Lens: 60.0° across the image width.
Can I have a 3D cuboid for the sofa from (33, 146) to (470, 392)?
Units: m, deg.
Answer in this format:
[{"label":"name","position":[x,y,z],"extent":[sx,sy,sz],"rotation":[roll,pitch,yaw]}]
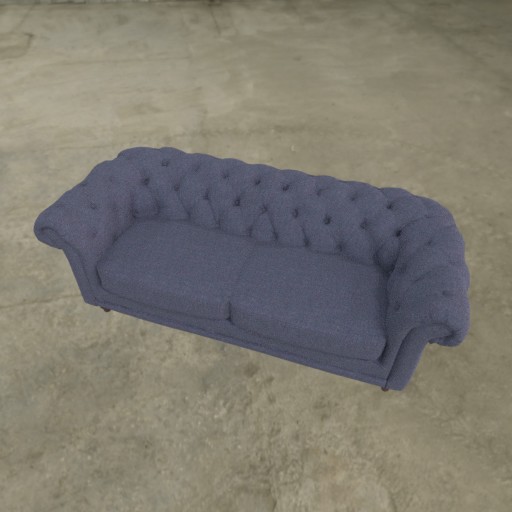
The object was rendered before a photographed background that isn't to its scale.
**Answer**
[{"label":"sofa","position":[0.000,0.000,2.770],"extent":[2.335,0.836,1.046],"rotation":[13,45,13]}]
